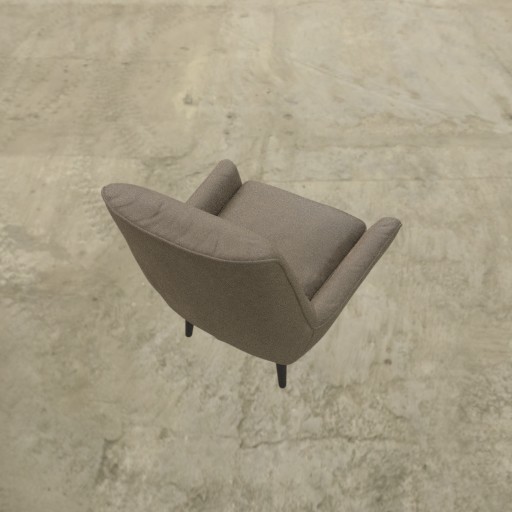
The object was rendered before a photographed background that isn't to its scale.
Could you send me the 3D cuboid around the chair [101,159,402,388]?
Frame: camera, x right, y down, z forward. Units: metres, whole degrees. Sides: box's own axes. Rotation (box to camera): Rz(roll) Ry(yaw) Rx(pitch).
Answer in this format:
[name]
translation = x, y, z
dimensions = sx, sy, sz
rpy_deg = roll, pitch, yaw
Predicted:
[chair]
translation = 0.000, 0.000, 1.549
dimensions = 0.787, 0.888, 0.824
rpy_deg = 23, 51, 21
